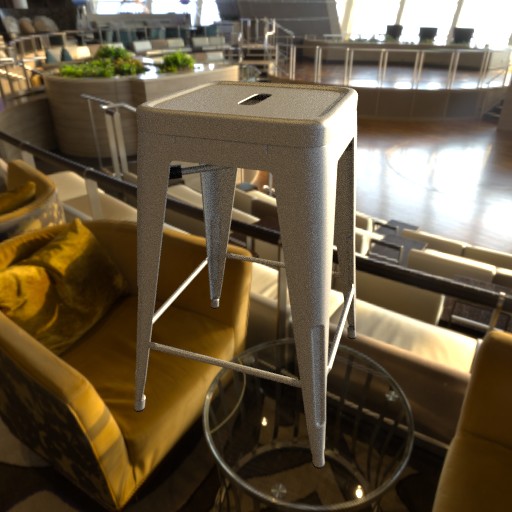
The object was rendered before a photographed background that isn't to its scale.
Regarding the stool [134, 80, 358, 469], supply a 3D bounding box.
[{"bbox_3d":[0.000,0.000,0.885,0.406,0.610,0.406,10,31,17],"label":"stool"}]
